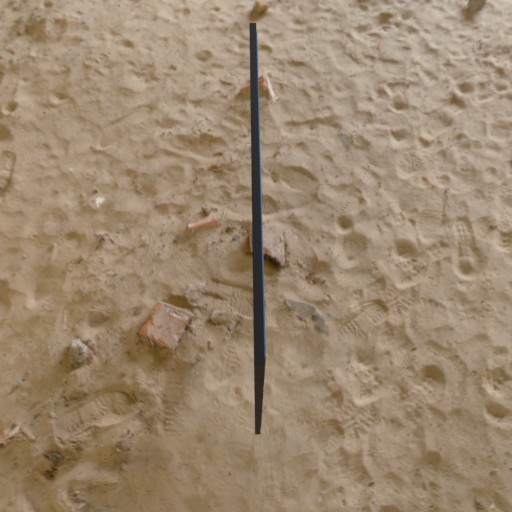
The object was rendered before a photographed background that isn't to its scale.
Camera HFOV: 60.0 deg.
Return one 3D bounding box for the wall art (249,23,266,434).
[{"bbox_3d":[0.000,0.000,0.987,0.015,0.663,0.664,-1,61,0],"label":"wall art"}]
